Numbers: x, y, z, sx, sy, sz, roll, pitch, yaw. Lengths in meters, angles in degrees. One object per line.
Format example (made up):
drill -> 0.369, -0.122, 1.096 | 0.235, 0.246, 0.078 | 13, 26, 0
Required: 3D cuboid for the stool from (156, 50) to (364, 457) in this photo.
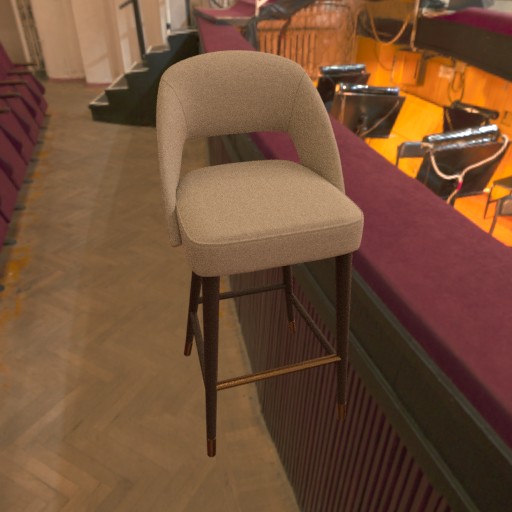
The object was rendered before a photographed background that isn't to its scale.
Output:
stool -> 0.000, 0.000, 1.297 | 0.494, 1.037, 0.509 | -10, 34, -14
